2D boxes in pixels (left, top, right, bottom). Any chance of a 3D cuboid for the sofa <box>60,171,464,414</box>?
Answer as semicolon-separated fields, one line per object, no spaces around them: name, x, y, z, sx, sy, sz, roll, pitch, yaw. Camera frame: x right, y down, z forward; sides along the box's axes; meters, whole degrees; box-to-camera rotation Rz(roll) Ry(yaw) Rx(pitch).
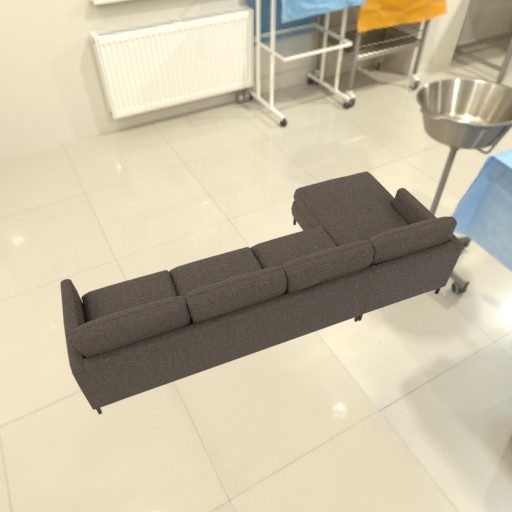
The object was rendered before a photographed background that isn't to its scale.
sofa;0.000;0.000;3.299;2.731;0.754;1.258;-16;48;-15
